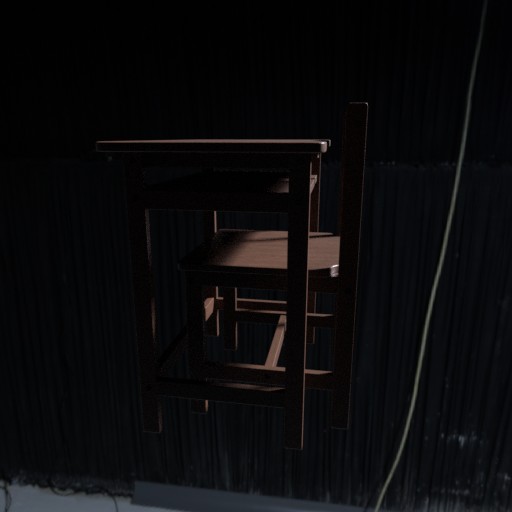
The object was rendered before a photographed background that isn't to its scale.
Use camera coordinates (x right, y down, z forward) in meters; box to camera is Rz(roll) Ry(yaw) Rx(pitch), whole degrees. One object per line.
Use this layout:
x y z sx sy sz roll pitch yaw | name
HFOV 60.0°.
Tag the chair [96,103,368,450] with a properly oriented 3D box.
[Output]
0.000 0.000 1.071 0.463 0.673 0.599 3 15 10 | chair
